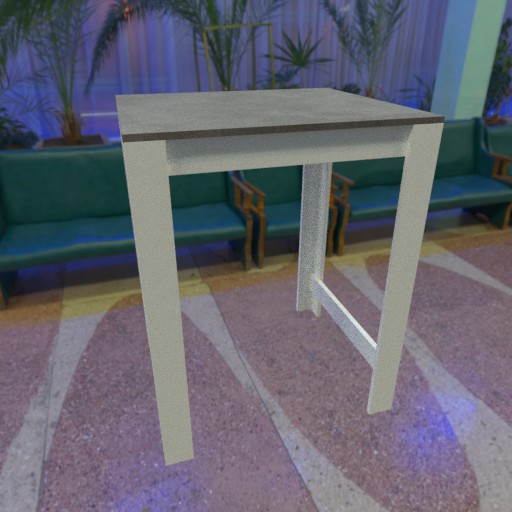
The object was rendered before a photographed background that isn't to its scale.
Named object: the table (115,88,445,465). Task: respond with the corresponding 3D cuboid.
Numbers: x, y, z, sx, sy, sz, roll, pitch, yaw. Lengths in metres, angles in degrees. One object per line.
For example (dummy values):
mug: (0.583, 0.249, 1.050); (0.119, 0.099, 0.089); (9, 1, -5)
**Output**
table: (0.000, 0.000, 1.559); (0.800, 1.020, 0.700); (-8, 28, -15)
